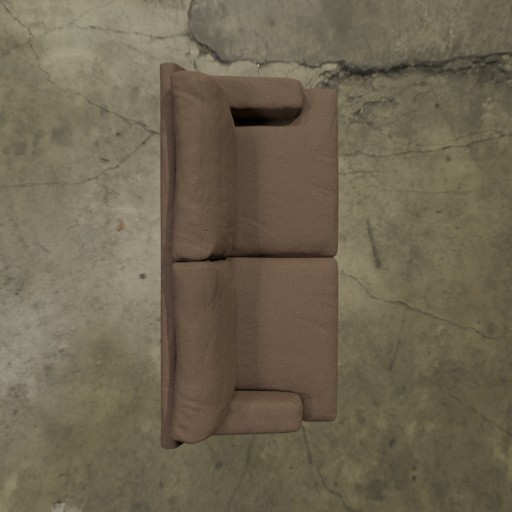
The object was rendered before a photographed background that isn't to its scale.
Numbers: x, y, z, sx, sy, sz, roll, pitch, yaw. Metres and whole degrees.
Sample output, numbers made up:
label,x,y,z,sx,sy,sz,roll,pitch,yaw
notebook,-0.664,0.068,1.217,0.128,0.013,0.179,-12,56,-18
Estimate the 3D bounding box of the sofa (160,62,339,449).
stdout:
label,x,y,z,sx,sy,sz,roll,pitch,yaw
sofa,0.000,0.000,2.871,1.140,0.950,2.274,0,91,-1
